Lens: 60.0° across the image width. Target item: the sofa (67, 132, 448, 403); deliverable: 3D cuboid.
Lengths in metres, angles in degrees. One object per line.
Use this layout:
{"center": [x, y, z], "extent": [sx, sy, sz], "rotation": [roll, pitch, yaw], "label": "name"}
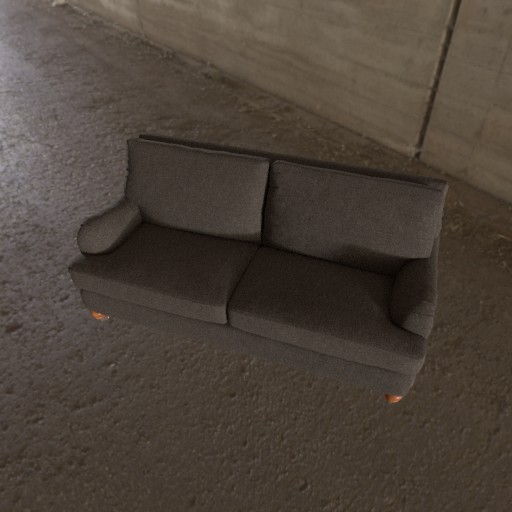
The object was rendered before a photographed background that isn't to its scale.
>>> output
{"center": [0.000, 0.000, 2.838], "extent": [2.160, 1.054, 1.087], "rotation": [12, 42, 14], "label": "sofa"}
